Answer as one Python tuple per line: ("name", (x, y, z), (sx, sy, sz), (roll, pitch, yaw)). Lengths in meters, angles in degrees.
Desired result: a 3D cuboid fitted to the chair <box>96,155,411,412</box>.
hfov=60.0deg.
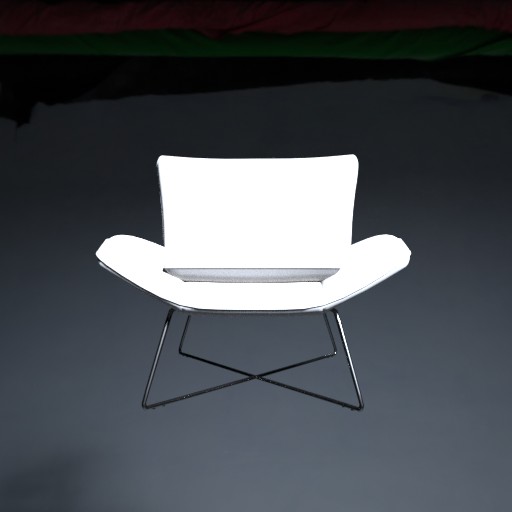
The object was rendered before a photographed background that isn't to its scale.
("chair", (0.000, 0.000, 1.657), (0.859, 0.855, 1.008), (0, -1, 1))
